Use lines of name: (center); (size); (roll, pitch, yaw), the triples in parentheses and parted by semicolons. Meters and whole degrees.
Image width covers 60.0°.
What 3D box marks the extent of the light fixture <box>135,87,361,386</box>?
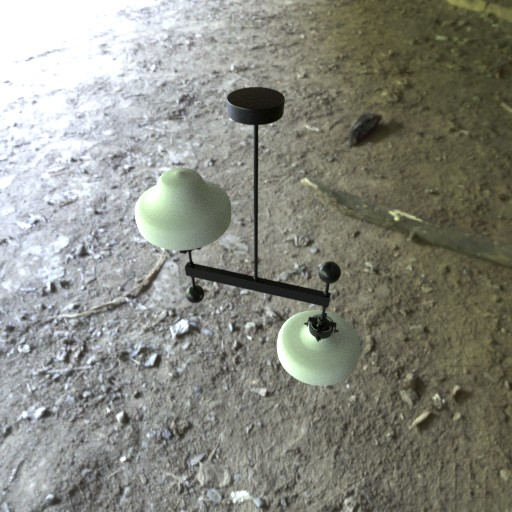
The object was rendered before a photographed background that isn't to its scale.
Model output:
light fixture: (0.000, 0.000, 1.026); (0.489, 0.743, 0.422); (-13, 43, -15)
